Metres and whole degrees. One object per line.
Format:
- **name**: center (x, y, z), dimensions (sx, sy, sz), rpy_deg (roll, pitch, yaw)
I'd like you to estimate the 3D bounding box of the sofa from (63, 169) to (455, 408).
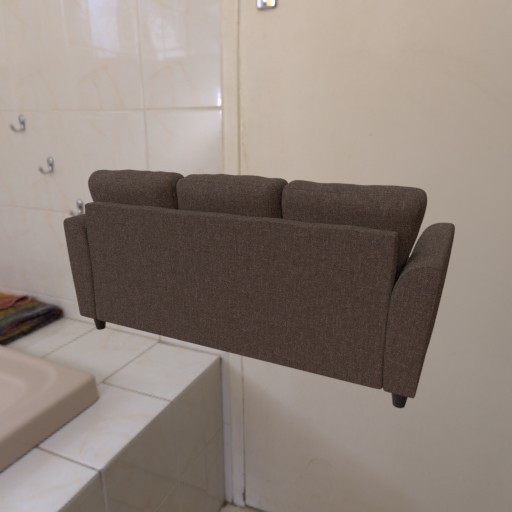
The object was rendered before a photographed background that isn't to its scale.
- **sofa**: center (0.000, 0.000, 2.328), dimensions (1.847, 0.891, 0.837), rpy_deg (8, 18, 25)
